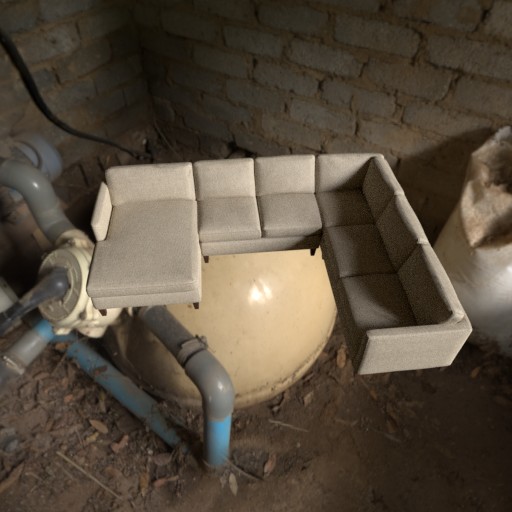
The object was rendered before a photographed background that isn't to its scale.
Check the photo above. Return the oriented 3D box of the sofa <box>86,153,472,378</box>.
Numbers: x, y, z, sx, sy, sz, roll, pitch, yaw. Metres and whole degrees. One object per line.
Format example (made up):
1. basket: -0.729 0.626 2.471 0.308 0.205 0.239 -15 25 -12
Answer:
1. sofa: 0.000 0.000 4.657 3.460 0.959 2.593 -4 46 -4
